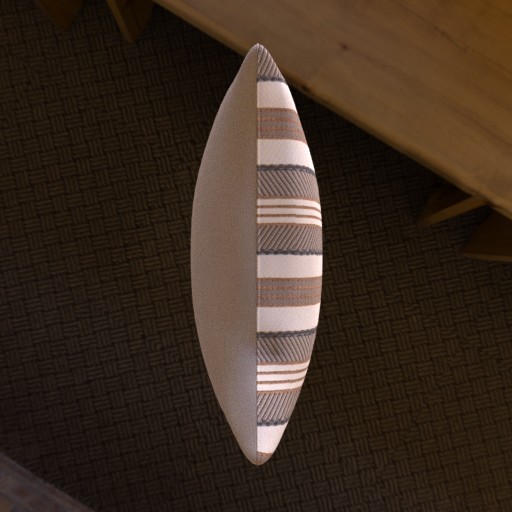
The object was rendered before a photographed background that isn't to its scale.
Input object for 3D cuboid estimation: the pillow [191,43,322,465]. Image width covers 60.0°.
[{"bbox_3d":[0.000,0.000,0.631,0.173,0.401,0.416,0,89,-1],"label":"pillow"}]
